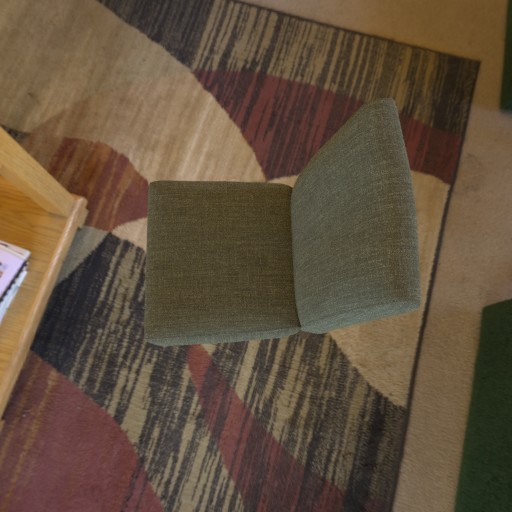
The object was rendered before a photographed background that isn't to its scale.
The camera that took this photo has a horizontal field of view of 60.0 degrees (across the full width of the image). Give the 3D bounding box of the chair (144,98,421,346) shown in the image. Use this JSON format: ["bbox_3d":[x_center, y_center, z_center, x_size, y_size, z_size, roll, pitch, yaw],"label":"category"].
[{"bbox_3d":[0.000,0.000,1.276,0.629,0.884,0.487,-2,75,0],"label":"chair"}]
